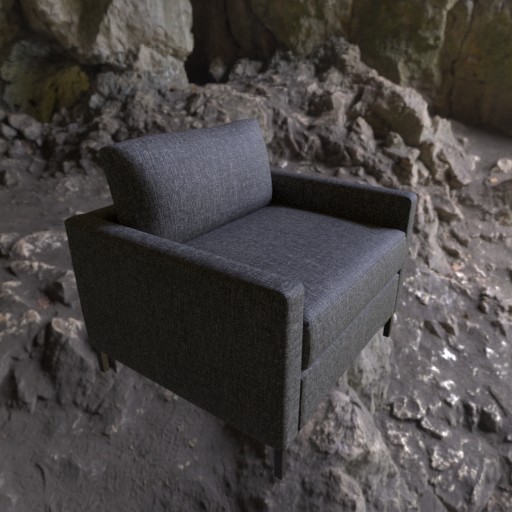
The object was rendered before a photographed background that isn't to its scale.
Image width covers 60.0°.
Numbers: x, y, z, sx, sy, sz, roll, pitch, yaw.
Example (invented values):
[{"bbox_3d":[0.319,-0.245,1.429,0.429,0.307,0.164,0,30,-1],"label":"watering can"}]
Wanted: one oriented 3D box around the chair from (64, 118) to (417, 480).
[{"bbox_3d":[0.000,0.000,1.612,0.866,0.861,0.963,17,30,32],"label":"chair"}]
